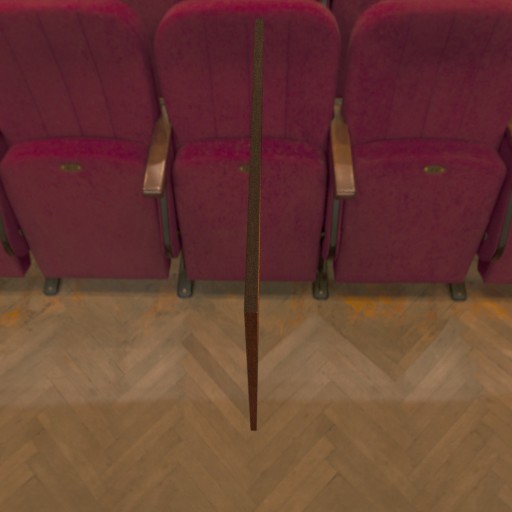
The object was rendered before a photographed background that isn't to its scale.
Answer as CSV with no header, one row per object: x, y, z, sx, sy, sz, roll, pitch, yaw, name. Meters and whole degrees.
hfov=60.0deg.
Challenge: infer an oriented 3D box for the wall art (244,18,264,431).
0.000,0.000,0.775,0.013,0.570,0.476,1,58,1,wall art
